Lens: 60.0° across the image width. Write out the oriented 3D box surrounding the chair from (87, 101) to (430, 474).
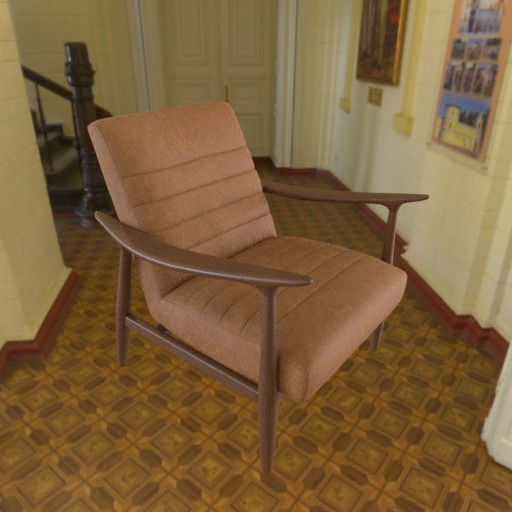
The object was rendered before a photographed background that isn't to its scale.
[{"bbox_3d":[0.000,0.000,1.390,0.798,0.832,0.741,19,32,34],"label":"chair"}]
